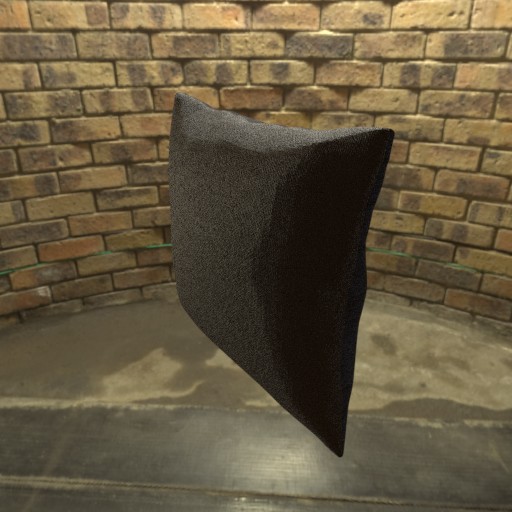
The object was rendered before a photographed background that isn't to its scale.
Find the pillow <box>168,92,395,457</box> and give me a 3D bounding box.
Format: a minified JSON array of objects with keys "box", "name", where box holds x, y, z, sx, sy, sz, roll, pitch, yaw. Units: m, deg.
[{"box":[0.000,0.000,0.668,0.204,0.439,0.452,-17,30,-31],"name":"pillow"}]
